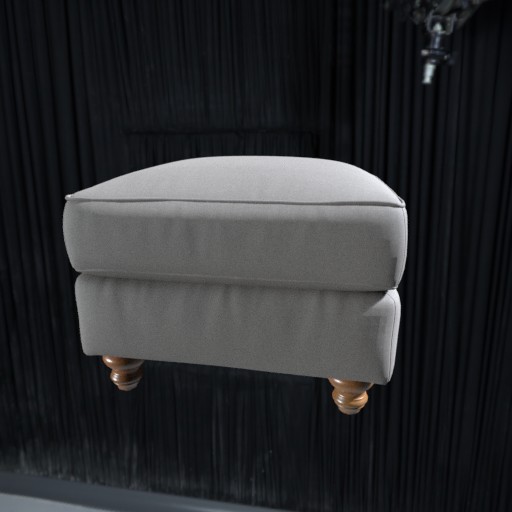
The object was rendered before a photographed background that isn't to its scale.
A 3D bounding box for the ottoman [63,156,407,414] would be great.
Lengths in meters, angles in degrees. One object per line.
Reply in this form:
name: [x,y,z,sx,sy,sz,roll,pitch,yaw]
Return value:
ottoman: [0.000,0.000,1.148,0.662,0.505,0.721,3,14,10]
